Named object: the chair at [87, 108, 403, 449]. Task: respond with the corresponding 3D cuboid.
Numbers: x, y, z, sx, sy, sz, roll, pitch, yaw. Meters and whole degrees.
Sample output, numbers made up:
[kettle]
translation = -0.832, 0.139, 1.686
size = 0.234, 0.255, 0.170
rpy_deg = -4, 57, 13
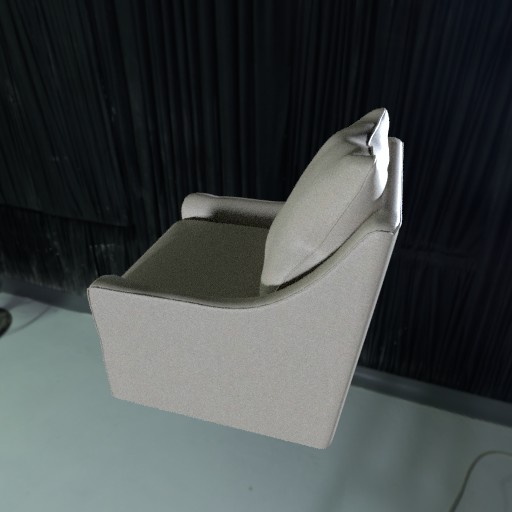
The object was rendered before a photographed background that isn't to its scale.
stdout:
[chair]
translation = 0.000, 0.000, 1.556
size = 0.876, 0.942, 0.760
rpy_deg = 9, 32, 14
